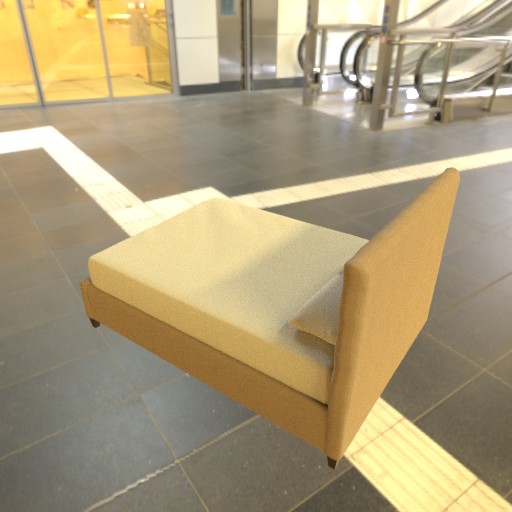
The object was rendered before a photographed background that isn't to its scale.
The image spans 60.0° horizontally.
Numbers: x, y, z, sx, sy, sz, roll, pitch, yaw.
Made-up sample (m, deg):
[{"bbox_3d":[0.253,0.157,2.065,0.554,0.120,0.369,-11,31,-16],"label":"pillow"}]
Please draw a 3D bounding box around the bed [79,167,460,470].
[{"bbox_3d":[0.000,0.000,3.474,2.387,1.427,1.698,20,35,30],"label":"bed"}]
